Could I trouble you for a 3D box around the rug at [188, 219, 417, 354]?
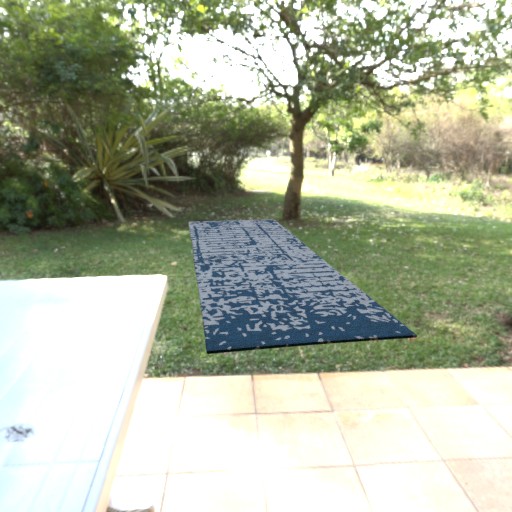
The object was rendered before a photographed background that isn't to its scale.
[{"bbox_3d":[0.000,0.000,2.679,0.750,0.011,2.435,-3,15,-9],"label":"rug"}]
